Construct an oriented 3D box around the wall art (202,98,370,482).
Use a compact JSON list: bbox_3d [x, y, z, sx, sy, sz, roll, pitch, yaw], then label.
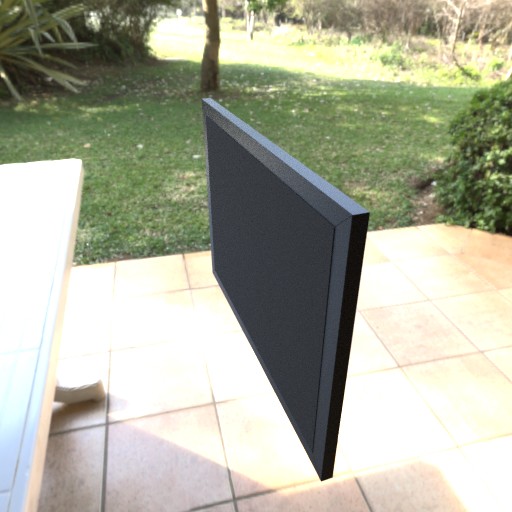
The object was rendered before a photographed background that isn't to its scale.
[{"bbox_3d":[0.000,0.000,0.562,0.016,0.306,0.432,-10,32,-17],"label":"wall art"}]
